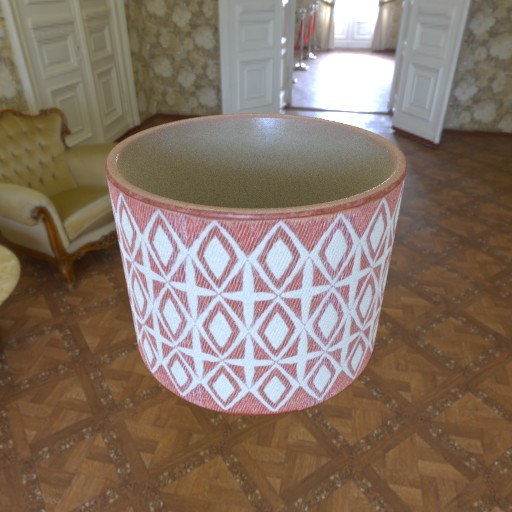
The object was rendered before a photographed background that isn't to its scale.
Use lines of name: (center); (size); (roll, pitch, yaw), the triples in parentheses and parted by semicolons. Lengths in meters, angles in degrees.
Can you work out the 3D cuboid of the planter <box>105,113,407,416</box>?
planter: (0.000, 0.000, 0.478); (0.273, 0.237, 0.273); (0, 32, 0)
